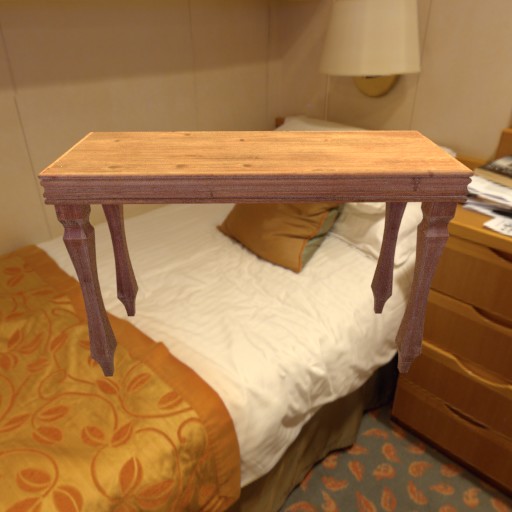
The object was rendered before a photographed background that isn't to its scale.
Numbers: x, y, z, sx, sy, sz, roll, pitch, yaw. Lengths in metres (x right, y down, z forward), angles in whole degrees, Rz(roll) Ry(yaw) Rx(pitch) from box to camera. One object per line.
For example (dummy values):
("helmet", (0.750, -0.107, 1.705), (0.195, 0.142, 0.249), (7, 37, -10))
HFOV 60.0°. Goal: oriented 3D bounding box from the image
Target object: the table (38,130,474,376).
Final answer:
("table", (0.000, 0.000, 1.789), (1.330, 0.873, 0.522), (-1, 29, -1))
